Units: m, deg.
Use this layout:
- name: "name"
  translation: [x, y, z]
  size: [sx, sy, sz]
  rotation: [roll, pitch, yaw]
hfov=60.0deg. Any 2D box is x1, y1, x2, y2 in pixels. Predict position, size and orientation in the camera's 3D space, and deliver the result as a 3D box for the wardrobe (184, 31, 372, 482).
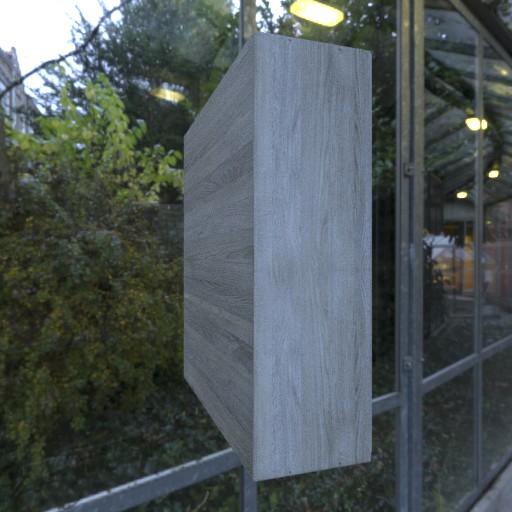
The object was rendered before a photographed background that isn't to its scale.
- name: "wardrobe"
  translation: [0.000, 0.000, 2.863]
  size: [0.629, 1.960, 1.780]
  rotation: [0, 0, -19]
